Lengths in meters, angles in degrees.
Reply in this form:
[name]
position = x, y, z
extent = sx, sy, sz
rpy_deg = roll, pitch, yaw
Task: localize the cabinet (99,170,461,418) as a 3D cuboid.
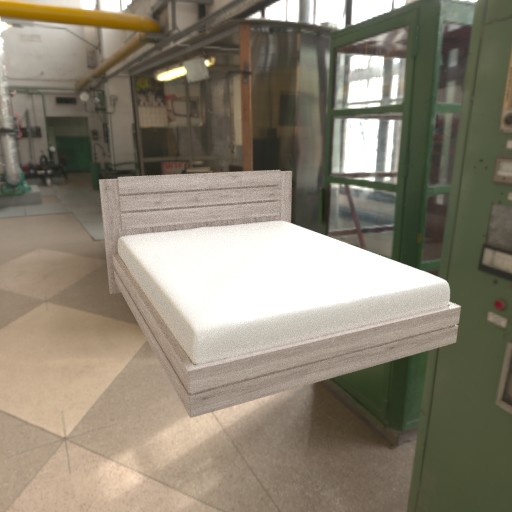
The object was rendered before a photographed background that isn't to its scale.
[cabinet]
position = 0.000, 0.000, 3.101
extent = 1.750, 0.970, 2.080
rpy_deg = -8, 18, -25
